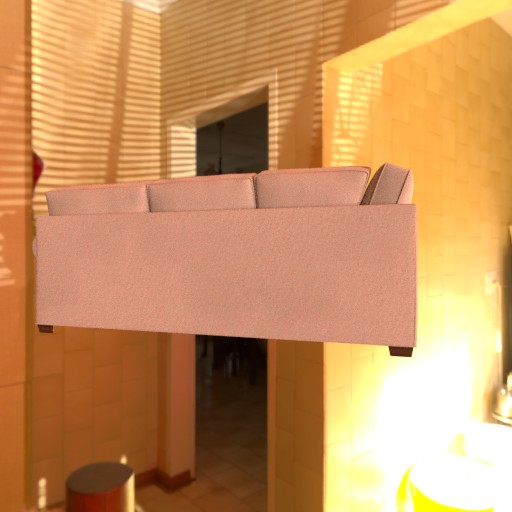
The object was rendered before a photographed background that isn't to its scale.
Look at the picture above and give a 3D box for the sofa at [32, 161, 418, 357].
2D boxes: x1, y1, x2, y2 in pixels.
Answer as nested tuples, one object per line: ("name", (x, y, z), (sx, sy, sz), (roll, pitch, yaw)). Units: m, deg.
("sofa", (0.000, 0.000, 3.851), (2.562, 1.053, 2.487), (0, 0, 18))
